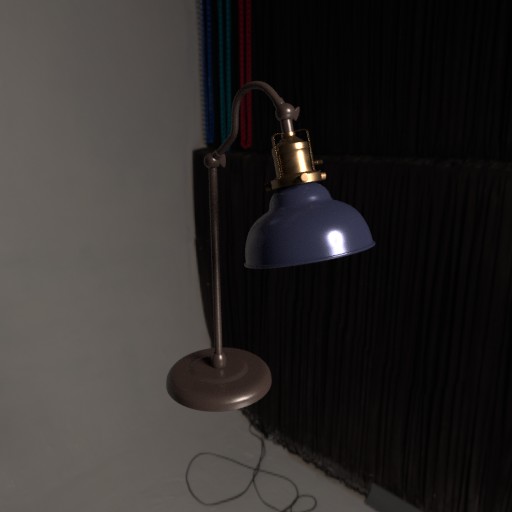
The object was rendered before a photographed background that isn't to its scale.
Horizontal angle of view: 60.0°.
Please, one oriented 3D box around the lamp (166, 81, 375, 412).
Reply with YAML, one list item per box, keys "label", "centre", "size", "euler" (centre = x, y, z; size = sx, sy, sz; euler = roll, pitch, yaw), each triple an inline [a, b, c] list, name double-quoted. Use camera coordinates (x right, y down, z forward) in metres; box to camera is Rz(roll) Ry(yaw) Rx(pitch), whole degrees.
- label: "lamp"
  centre: [0.000, 0.000, 0.688]
  size: [0.374, 0.508, 0.192]
  euler: [14, 21, 40]
